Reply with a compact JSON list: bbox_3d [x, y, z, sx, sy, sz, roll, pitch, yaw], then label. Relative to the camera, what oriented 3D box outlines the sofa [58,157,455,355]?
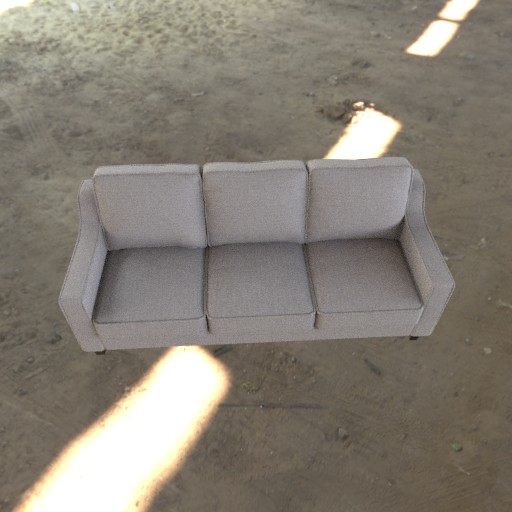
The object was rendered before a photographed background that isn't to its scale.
[{"bbox_3d":[0.000,0.000,2.727,2.129,0.950,0.899,-2,46,-2],"label":"sofa"}]
